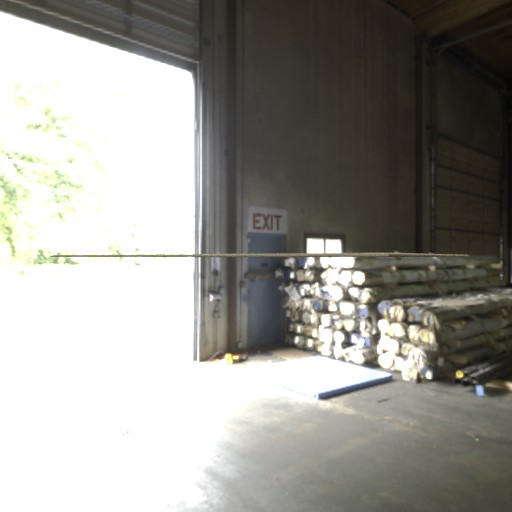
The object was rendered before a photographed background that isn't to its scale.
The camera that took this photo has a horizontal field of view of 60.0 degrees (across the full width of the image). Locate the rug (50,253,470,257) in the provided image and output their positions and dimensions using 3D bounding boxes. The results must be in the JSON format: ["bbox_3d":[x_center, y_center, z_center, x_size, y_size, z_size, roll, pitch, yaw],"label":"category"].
[{"bbox_3d":[0.000,0.000,2.326,1.839,0.012,1.219,0,0,36],"label":"rug"}]
